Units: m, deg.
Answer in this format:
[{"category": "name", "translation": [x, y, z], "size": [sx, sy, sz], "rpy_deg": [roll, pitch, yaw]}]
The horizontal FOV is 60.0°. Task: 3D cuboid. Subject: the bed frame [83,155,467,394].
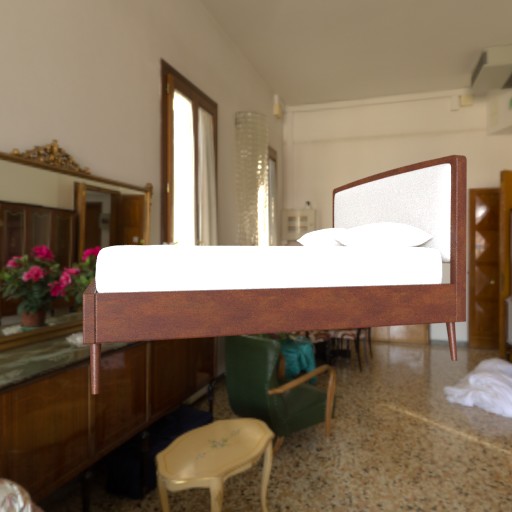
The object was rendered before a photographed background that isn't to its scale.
[{"category": "bed frame", "translation": [0.000, 0.000, 3.105], "size": [2.171, 1.279, 1.587], "rpy_deg": [0, 1, -18]}]
